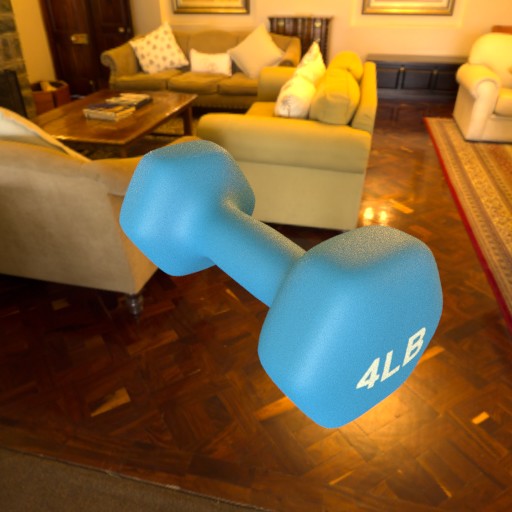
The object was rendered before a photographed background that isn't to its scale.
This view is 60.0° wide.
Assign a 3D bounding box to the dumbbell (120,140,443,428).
[{"bbox_3d":[0.000,0.000,0.193,0.074,0.066,0.152,-21,37,-30],"label":"dumbbell"}]
